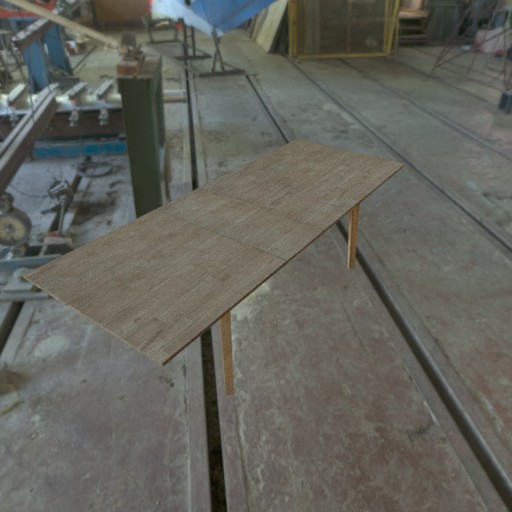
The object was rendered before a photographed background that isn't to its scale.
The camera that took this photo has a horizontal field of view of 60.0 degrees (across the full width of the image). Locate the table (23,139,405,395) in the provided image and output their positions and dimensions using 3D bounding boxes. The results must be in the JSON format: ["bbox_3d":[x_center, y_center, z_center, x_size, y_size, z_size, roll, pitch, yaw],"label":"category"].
[{"bbox_3d":[0.000,0.000,3.065,1.000,0.752,2.603,22,39,30],"label":"table"}]
